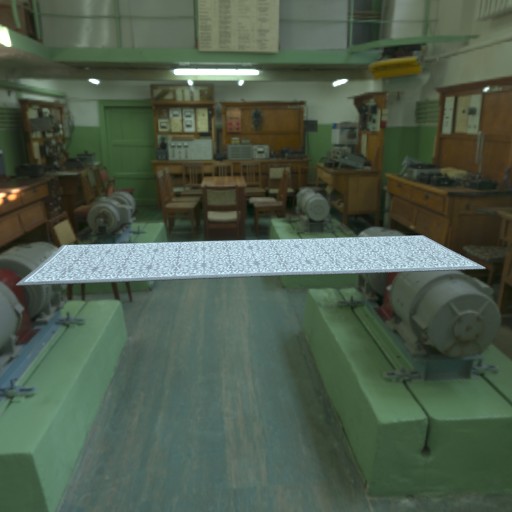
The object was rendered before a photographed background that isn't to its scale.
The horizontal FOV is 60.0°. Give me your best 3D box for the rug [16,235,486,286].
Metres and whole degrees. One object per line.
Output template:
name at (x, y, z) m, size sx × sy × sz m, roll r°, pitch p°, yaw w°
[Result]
rug at (0.000, 0.000, 2.372) m, size 2.196 × 0.011 × 0.662 m, roll -2°, pitch 17°, yaw -6°
